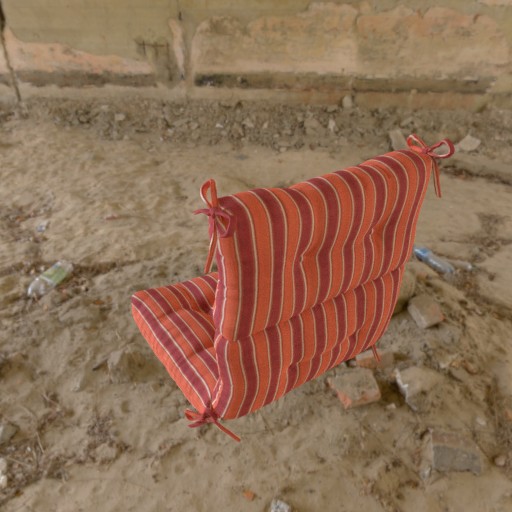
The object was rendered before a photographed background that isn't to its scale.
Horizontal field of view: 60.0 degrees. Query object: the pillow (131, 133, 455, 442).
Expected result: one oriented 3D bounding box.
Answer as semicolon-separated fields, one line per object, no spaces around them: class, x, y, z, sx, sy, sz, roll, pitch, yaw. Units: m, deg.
pillow;0.000;0.000;1.019;0.519;0.605;0.571;-20;37;-28
